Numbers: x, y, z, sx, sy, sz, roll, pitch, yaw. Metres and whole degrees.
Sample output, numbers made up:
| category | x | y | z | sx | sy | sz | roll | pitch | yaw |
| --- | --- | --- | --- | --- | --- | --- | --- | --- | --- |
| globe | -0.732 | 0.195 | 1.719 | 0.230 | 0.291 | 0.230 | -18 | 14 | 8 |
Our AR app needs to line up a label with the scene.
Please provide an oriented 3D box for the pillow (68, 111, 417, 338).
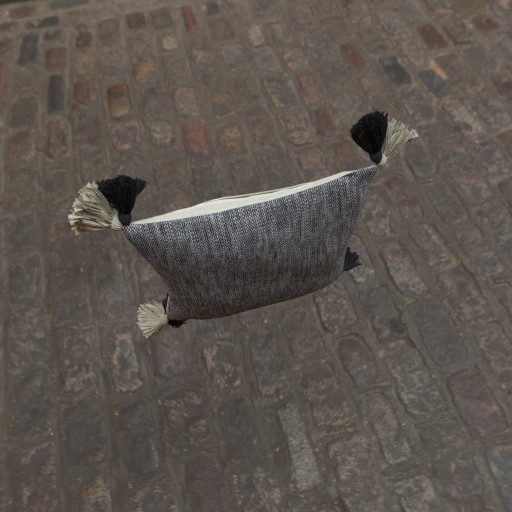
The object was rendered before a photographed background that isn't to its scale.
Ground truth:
| category | x | y | z | sx | sy | sz | roll | pitch | yaw |
| --- | --- | --- | --- | --- | --- | --- | --- | --- | --- |
| pillow | 0.000 | 0.000 | 0.993 | 0.654 | 0.659 | 0.170 | -14 | 64 | -7 |
